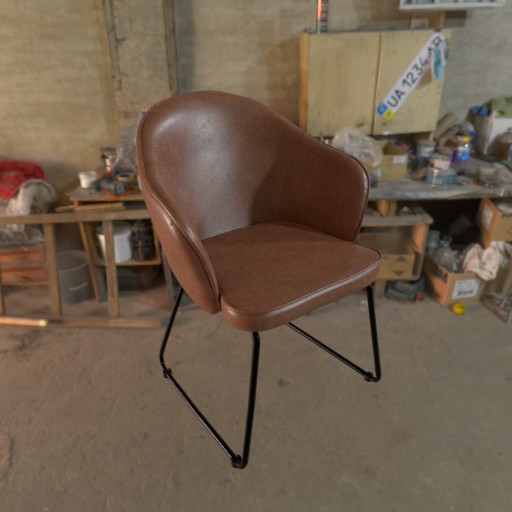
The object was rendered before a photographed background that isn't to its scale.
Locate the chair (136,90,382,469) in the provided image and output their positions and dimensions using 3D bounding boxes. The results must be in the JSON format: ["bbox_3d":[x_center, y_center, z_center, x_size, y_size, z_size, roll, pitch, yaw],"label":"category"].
[{"bbox_3d":[0.000,0.000,1.203,0.582,0.785,0.580,-20,34,-32],"label":"chair"}]
